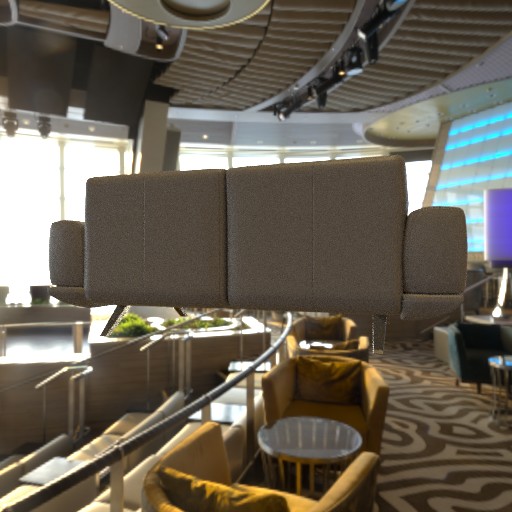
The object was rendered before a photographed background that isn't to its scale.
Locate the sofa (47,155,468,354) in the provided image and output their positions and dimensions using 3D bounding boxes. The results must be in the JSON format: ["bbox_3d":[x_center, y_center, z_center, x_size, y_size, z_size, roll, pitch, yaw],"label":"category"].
[{"bbox_3d":[0.000,0.000,2.308,1.901,0.772,0.900,0,-1,18],"label":"sofa"}]
